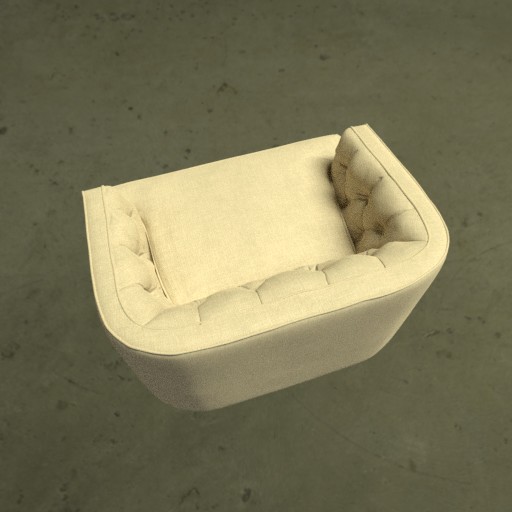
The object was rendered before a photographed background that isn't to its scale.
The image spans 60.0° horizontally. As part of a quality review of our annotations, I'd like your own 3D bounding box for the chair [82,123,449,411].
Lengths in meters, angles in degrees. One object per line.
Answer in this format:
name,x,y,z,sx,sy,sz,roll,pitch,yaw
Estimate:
chair,0.000,0.000,1.713,1.118,0.787,0.914,-15,60,-9
